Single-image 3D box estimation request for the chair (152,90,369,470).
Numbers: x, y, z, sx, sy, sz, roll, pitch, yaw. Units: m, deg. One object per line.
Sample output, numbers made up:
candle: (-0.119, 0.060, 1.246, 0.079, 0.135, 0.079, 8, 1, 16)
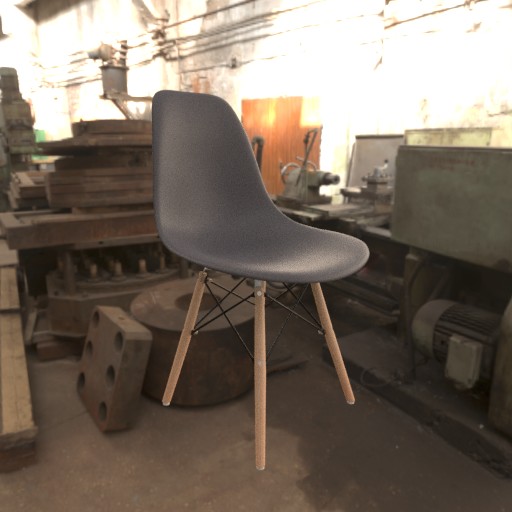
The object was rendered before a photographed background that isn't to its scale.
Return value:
chair: (0.000, 0.000, 1.123, 0.533, 0.826, 0.470, 13, 19, 43)
